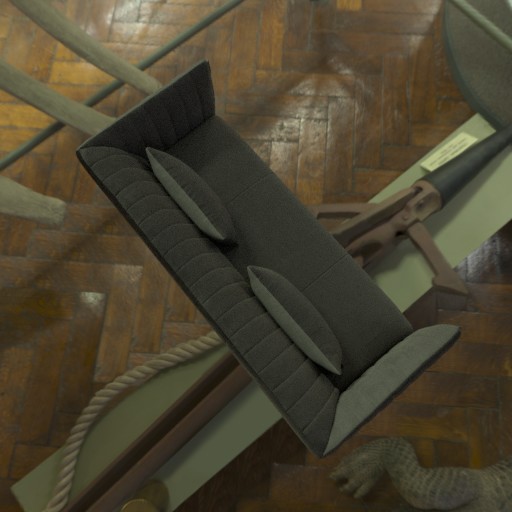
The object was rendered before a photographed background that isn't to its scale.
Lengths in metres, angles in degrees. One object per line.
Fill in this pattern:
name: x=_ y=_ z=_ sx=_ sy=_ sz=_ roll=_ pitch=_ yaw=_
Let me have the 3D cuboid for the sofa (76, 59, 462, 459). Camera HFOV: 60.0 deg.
sofa: x=0.000 y=0.000 z=2.485 sx=0.876 sy=0.780 sz=1.980 roll=-39 pitch=78 yaw=-10
